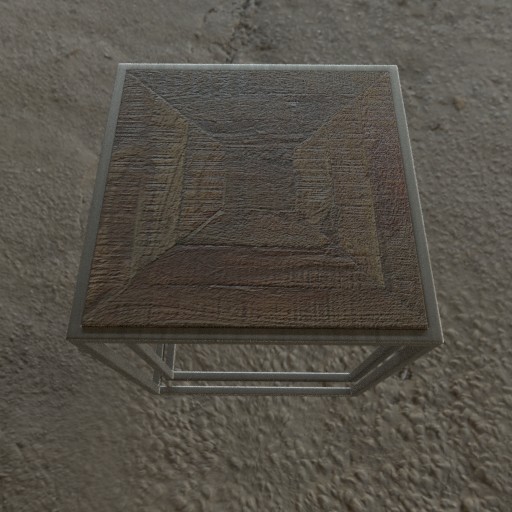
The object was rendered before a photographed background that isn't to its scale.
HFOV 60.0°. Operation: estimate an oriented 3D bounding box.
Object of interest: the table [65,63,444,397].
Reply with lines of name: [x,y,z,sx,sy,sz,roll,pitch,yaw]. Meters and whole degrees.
table: [0.000,0.000,0.841,0.449,0.500,0.450,0,65,0]
